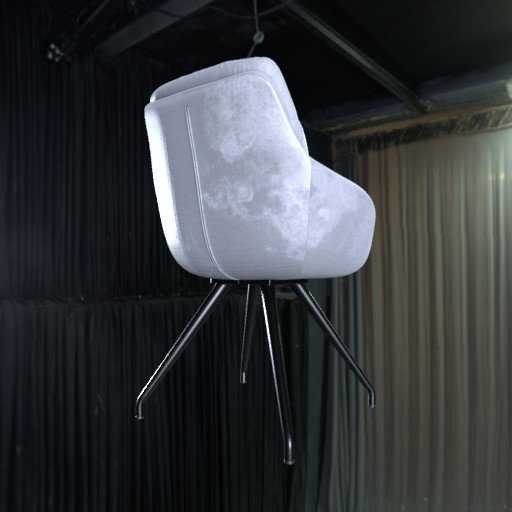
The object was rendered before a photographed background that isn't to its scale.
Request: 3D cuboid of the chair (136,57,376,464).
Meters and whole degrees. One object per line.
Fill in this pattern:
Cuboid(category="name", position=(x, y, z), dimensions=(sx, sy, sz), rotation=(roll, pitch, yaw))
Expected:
Cuboid(category="chair", position=(0.000, 0.000, 1.259), dimensions=(0.579, 0.888, 0.569), rotation=(-1, -2, 36))
